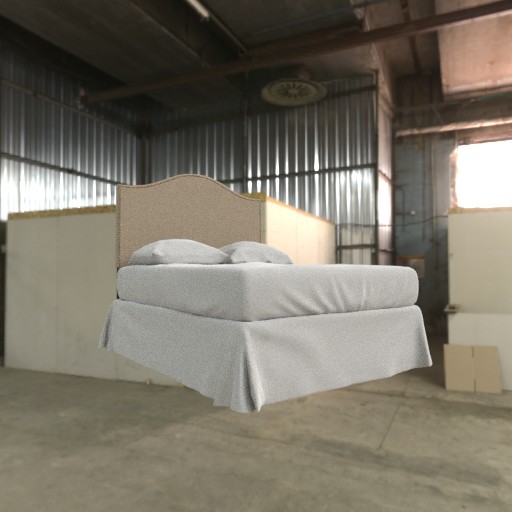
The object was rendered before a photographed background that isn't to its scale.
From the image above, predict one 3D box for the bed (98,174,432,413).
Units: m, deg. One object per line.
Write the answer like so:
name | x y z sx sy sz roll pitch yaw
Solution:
bed | 0.000 0.000 3.600 1.876 1.645 2.221 1 -1 -37
